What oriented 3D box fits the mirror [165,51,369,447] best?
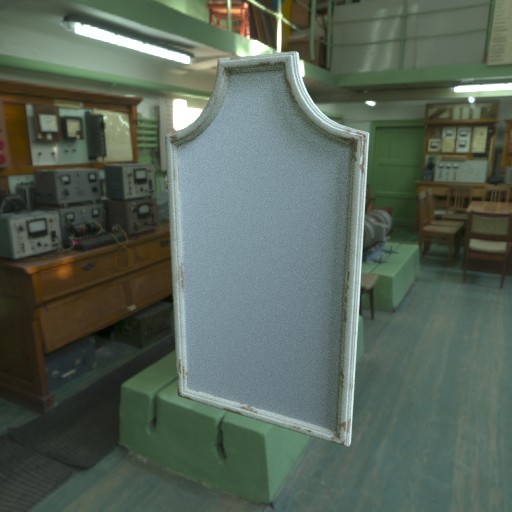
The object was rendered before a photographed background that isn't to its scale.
[{"bbox_3d":[0.000,0.000,0.857,0.403,0.717,0.022,7,16,26],"label":"mirror"}]
